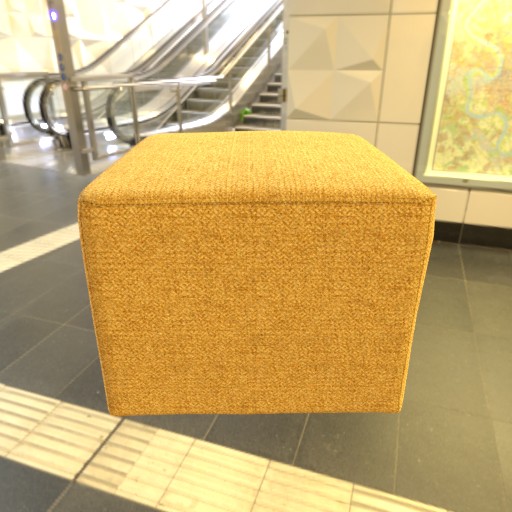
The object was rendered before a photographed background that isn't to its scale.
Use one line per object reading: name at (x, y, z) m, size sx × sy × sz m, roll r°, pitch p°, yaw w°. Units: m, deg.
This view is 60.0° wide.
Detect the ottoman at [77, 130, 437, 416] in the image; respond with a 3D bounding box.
ottoman at (0.000, 0.000, 0.894) m, size 0.505 × 0.441 × 0.512 m, roll 0°, pitch 25°, yaw -1°
